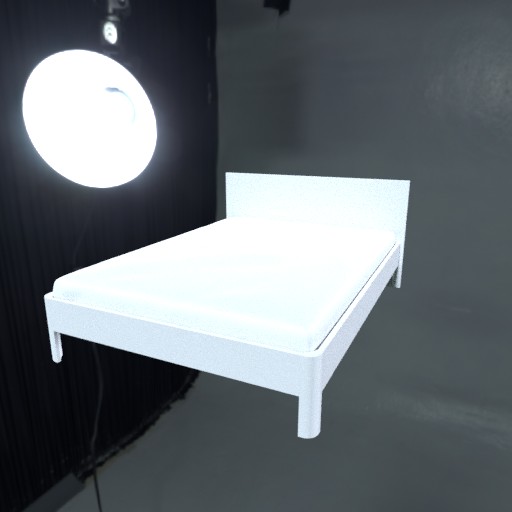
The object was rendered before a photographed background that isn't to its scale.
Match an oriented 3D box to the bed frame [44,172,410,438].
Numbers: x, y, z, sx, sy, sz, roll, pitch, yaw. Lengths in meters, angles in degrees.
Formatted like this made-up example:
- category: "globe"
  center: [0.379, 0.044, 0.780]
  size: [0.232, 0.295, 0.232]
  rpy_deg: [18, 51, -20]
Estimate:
- category: "bed frame"
  center: [0.000, 0.000, 2.727]
  size: [1.490, 0.800, 1.950]
  rpy_deg: [7, 17, 25]
